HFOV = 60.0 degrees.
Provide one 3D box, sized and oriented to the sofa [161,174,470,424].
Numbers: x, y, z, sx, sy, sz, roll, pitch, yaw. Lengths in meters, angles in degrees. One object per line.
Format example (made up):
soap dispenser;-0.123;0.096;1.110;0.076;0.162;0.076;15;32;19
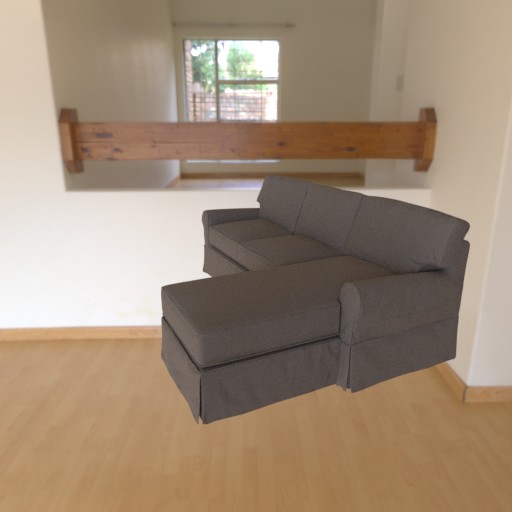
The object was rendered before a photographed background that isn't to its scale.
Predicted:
sofa;0.000;0.000;3.401;1.733;0.978;2.475;-8;19;-25
